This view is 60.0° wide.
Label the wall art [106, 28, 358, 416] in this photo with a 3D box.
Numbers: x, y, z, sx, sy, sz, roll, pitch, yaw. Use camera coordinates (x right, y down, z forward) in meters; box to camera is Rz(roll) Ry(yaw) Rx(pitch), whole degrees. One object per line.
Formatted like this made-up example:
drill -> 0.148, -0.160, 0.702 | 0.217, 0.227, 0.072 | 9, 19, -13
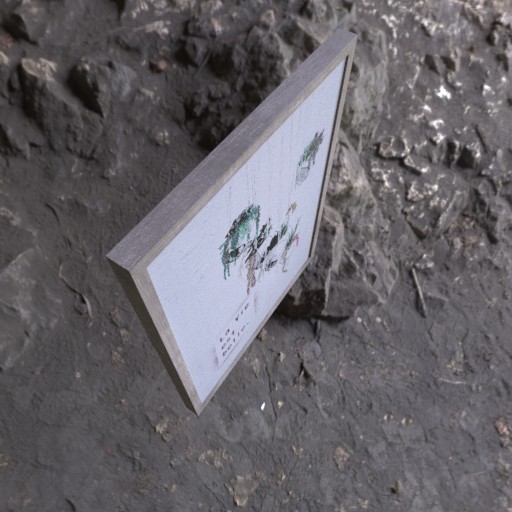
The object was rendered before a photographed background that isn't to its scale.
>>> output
wall art -> 0.000, 0.000, 0.692 | 0.032, 0.521, 0.421 | 29, 62, 17
